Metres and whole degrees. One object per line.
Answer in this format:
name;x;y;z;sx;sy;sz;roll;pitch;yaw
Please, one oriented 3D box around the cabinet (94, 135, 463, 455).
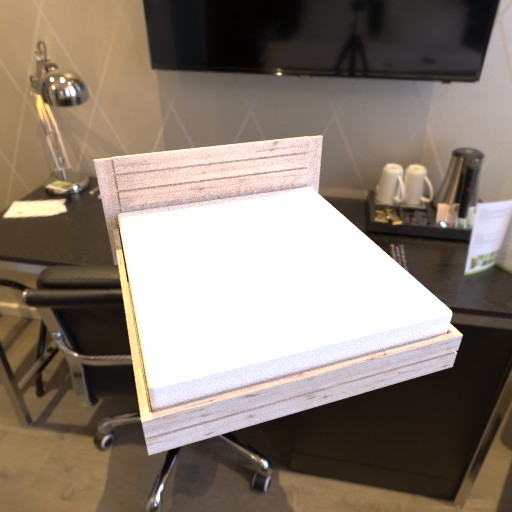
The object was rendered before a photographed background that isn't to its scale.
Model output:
cabinet;0.000;0.000;3.123;1.950;0.970;2.080;-10;33;-16
